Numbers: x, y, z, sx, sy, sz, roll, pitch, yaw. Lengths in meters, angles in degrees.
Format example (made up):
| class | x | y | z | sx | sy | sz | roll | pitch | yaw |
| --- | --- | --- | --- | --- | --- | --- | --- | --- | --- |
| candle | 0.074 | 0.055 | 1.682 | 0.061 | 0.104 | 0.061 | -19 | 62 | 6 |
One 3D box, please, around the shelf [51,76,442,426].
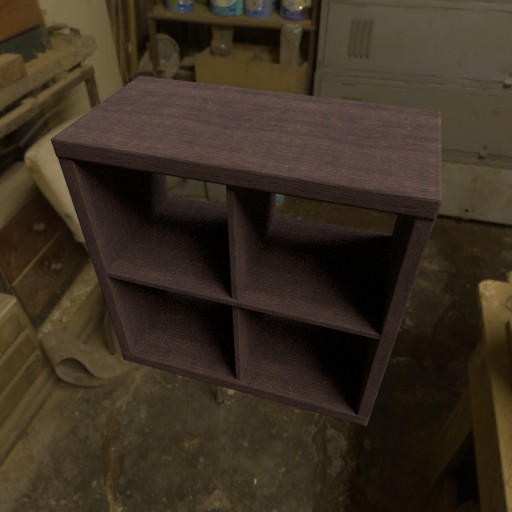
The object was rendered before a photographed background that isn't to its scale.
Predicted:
| class | x | y | z | sx | sy | sz | roll | pitch | yaw |
| --- | --- | --- | --- | --- | --- | --- | --- | --- | --- |
| shelf | 0.000 | 0.000 | 1.251 | 0.790 | 0.786 | 0.390 | 11 | 43 | 13 |
